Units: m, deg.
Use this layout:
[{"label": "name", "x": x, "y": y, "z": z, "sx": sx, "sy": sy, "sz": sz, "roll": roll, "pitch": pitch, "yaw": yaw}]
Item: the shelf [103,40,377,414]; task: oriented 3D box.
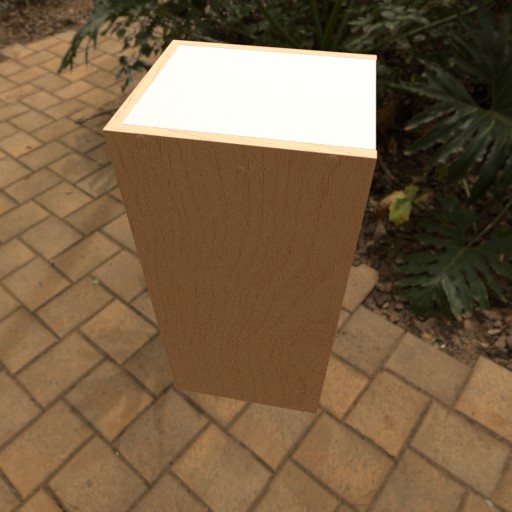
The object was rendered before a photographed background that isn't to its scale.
[{"label": "shelf", "x": 0.000, "y": 0.000, "z": 0.760, "sx": 0.290, "sy": 0.600, "sz": 0.250, "roll": 8, "pitch": 47, "yaw": 7}]
